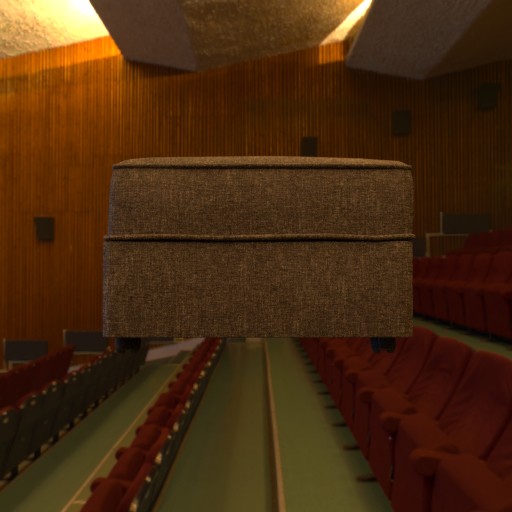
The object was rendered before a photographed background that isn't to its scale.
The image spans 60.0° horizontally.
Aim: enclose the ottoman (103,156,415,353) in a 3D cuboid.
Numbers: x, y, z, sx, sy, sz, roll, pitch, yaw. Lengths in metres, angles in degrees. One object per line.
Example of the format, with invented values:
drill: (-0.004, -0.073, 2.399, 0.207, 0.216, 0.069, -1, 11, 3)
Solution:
ottoman: (0.000, 0.000, 1.557, 0.717, 0.487, 1.184, 0, -1, 0)
